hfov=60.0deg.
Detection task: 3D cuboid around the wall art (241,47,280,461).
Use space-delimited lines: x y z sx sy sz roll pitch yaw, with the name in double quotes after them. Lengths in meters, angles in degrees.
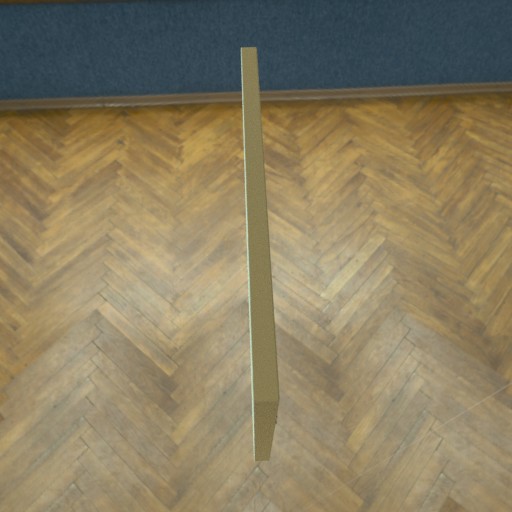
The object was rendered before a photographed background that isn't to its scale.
0.000 0.000 0.487 0.019 0.254 0.380 -2 57 -1 "wall art"
